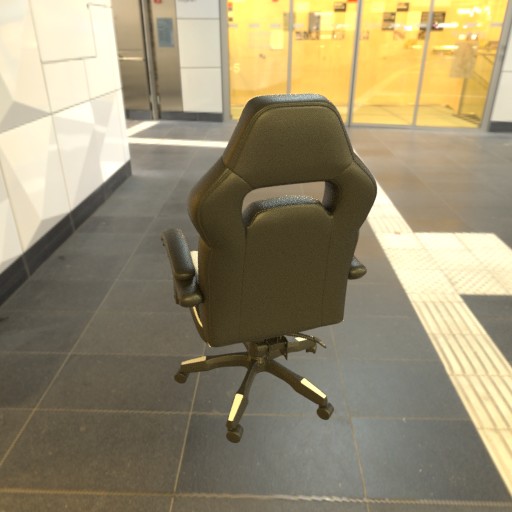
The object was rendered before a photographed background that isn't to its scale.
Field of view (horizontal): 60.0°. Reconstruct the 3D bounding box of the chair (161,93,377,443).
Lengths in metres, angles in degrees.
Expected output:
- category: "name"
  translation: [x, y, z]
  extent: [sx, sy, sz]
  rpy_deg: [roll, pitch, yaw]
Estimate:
- category: "chair"
  translation: [0.000, 0.000, 1.655]
  extent: [0.676, 1.200, 0.700]
  rpy_deg: [-8, 28, -16]
